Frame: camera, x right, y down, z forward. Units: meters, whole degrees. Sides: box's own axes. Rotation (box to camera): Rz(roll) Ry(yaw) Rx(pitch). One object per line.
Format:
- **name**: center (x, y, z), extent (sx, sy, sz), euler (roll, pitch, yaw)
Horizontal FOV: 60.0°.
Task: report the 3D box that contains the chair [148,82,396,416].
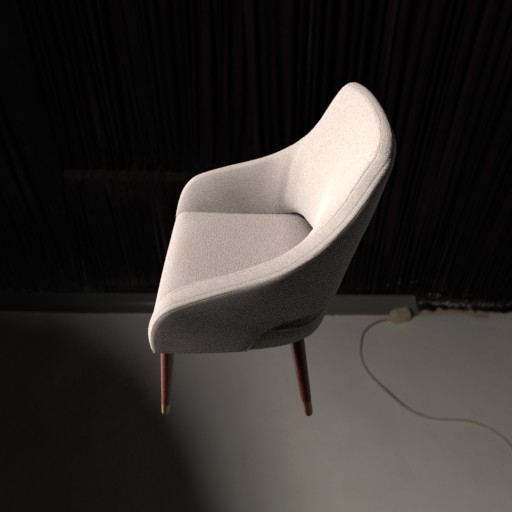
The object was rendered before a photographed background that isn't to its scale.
- **chair**: center (0.000, 0.000, 1.305), extent (0.600, 0.889, 0.609), euler (0, 40, 0)
